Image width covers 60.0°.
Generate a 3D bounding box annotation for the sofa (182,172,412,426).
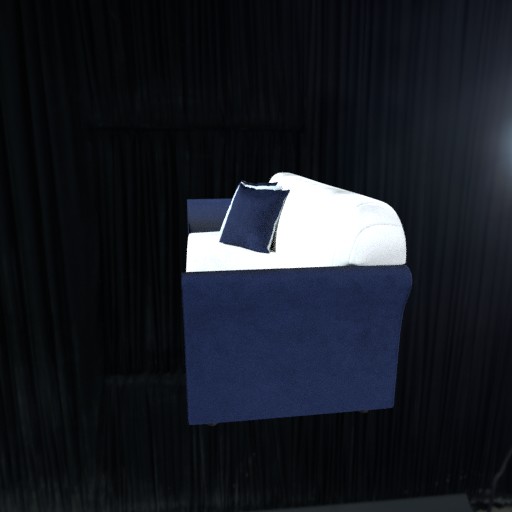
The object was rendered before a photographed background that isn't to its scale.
[{"bbox_3d":[0.000,0.000,2.396,0.749,0.789,2.006,-2,14,-8],"label":"sofa"}]
